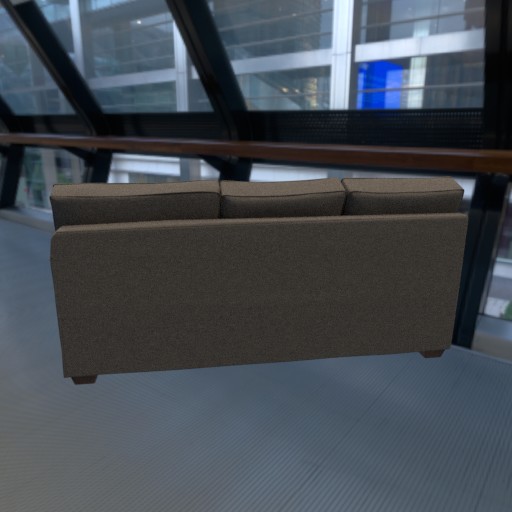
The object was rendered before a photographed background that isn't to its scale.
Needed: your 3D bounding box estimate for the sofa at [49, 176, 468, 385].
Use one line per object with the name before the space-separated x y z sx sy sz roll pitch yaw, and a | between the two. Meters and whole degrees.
sofa | 0.000 0.000 2.556 1.963 0.946 1.034 -2 15 -8
